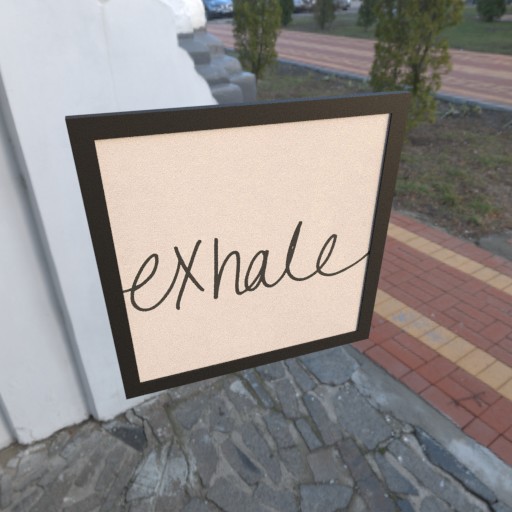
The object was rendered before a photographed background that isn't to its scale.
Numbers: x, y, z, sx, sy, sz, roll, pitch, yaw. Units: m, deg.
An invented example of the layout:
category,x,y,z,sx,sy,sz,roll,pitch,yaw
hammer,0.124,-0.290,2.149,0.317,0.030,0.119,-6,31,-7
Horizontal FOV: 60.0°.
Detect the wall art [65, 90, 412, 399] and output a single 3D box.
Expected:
category,x,y,z,sx,sy,sz,roll,pitch,yaw
wall art,0.000,0.000,0.534,0.358,0.357,0.012,-10,33,-16
